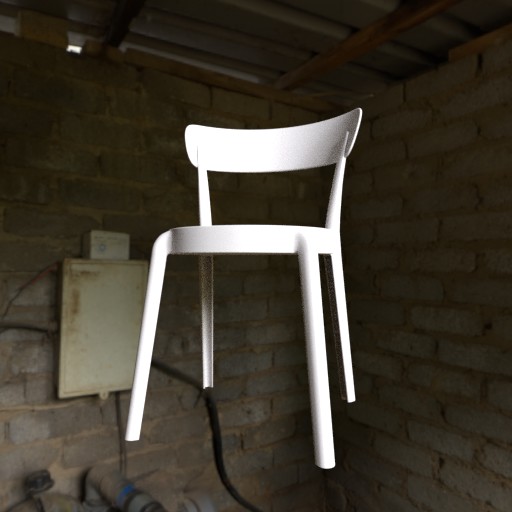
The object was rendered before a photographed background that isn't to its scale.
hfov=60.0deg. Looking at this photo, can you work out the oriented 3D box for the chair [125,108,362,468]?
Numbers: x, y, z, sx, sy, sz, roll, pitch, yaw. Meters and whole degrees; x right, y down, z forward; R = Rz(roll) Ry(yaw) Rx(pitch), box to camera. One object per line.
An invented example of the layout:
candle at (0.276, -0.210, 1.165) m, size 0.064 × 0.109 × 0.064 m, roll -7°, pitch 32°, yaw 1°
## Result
chair at (0.000, 0.000, 1.117) m, size 0.506 × 0.790 × 0.491 m, roll 0°, pitch -1°, yaw 17°
